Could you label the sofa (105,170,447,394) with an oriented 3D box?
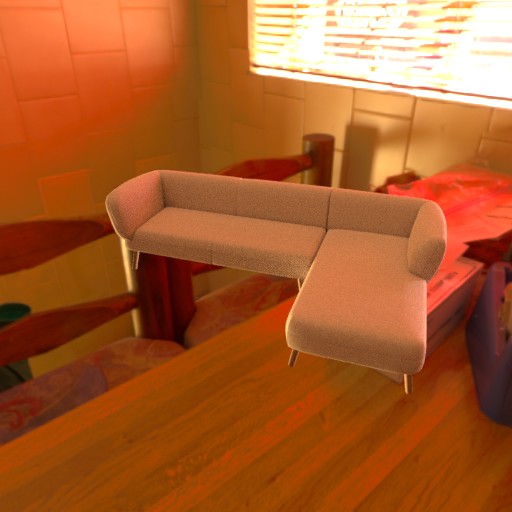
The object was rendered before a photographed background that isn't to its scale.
[{"bbox_3d":[0.000,0.000,3.421,2.660,0.730,1.610,9,30,16],"label":"sofa"}]
